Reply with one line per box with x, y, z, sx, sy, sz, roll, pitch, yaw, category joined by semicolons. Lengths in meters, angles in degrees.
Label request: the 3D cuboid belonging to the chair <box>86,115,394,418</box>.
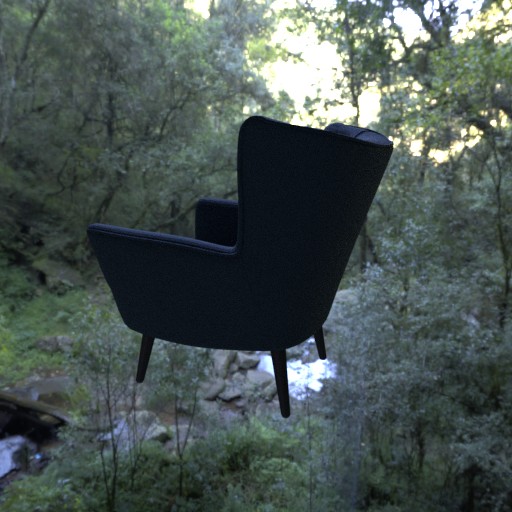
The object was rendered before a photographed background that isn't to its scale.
0.000;0.000;1.593;0.888;0.933;0.781;7;17;24;chair
